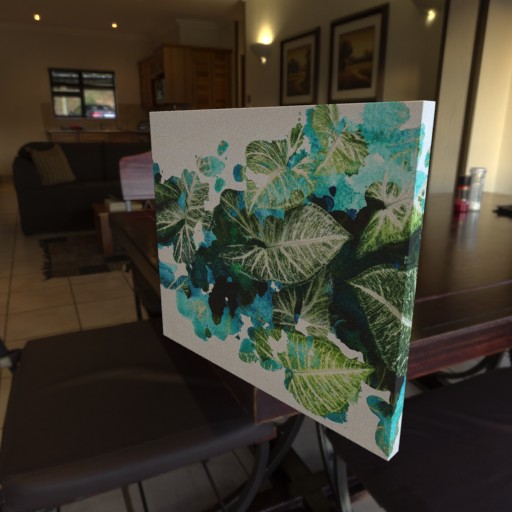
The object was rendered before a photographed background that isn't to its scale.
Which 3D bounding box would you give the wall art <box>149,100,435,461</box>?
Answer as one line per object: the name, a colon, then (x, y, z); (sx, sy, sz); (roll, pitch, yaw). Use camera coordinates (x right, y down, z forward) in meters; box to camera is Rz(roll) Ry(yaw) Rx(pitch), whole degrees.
wall art: (0.000, 0.000, 0.963); (0.043, 0.610, 0.711); (-16, 22, -43)
